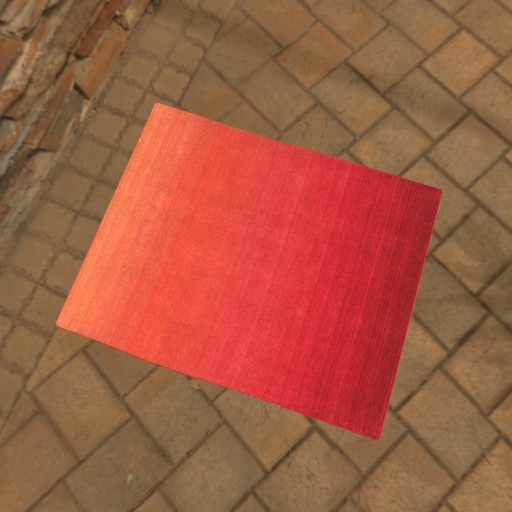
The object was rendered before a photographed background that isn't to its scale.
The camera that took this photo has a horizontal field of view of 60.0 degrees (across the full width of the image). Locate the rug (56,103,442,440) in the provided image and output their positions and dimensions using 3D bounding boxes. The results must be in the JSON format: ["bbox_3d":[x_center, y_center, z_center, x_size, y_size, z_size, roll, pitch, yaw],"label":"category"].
[{"bbox_3d":[0.000,0.000,3.995,2.905,0.028,2.340,18,76,5],"label":"rug"}]
